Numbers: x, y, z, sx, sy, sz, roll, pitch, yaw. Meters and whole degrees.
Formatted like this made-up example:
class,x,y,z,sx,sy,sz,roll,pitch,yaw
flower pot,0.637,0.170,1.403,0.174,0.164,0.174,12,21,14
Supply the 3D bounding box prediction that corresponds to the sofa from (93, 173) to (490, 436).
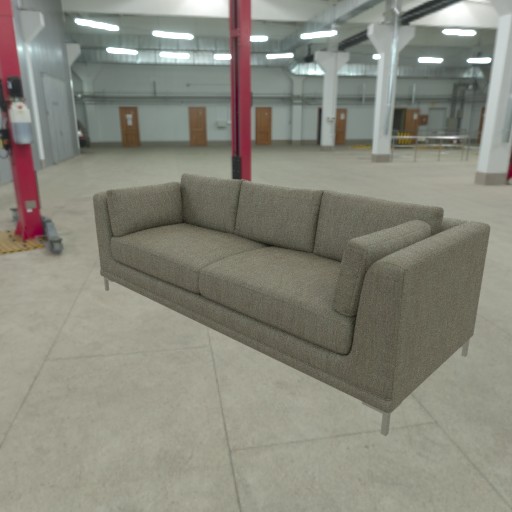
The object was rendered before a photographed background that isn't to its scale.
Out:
class,x,y,z,sx,sy,sz,roll,pitch,yaw
sofa,0.000,0.000,2.826,2.415,0.867,0.969,16,23,42
